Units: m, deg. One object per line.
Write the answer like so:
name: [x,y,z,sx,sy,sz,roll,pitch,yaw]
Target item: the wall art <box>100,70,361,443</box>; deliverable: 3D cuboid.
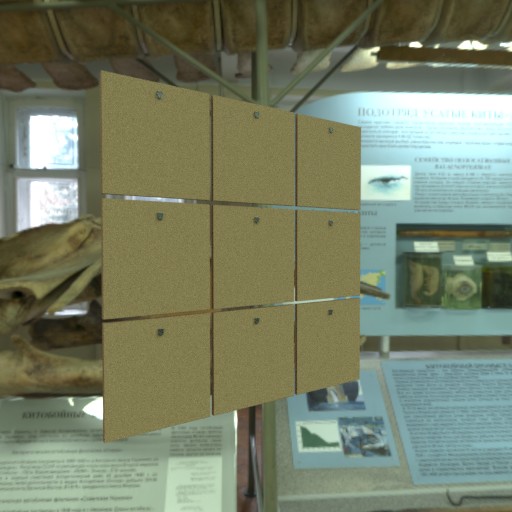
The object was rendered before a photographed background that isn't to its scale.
wall art: [0.000,0.000,1.797,1.221,1.218,0.024,-1,2,-35]
